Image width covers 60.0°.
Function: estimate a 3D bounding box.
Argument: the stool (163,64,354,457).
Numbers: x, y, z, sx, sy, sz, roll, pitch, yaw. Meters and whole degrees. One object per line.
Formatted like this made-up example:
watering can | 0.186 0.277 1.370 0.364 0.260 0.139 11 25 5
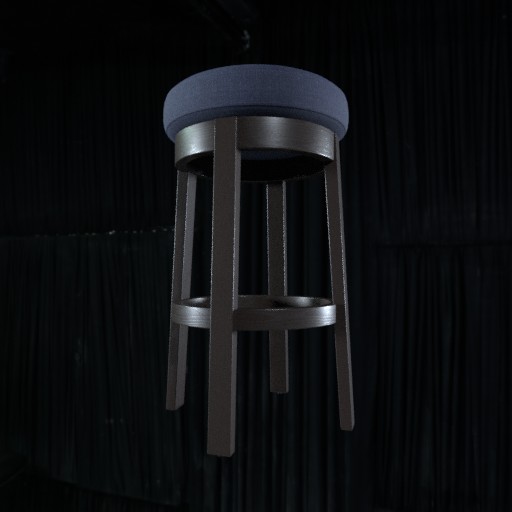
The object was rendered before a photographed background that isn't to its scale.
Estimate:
stool | 0.000 0.000 1.041 0.446 0.758 0.446 0 -1 0
